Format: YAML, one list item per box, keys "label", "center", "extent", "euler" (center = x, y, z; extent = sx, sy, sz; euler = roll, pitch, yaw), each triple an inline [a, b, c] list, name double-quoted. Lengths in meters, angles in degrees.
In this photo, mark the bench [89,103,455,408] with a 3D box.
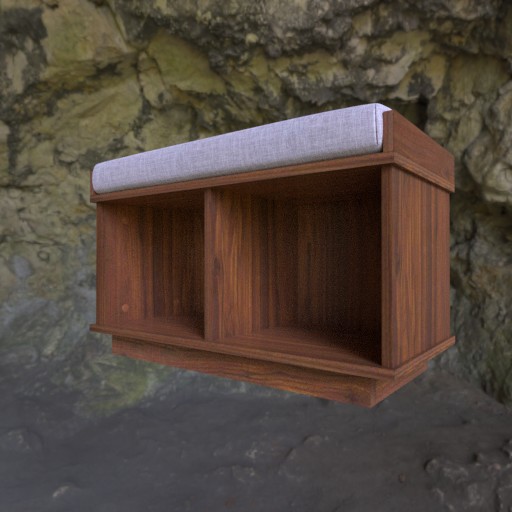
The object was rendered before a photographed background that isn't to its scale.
- label: "bench"
  center: [0.000, 0.000, 0.972]
  extent: [0.734, 0.461, 0.362]
  euler: [0, -1, 37]
